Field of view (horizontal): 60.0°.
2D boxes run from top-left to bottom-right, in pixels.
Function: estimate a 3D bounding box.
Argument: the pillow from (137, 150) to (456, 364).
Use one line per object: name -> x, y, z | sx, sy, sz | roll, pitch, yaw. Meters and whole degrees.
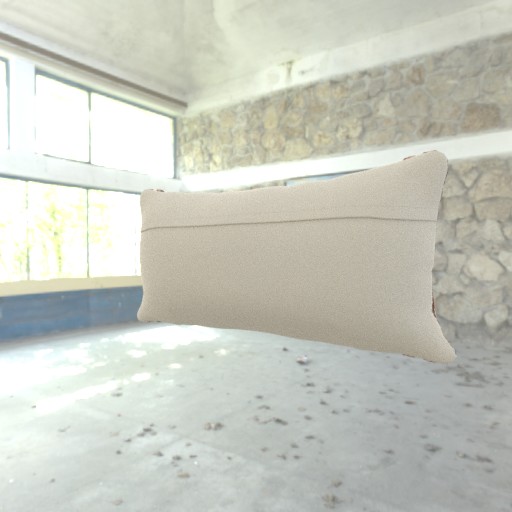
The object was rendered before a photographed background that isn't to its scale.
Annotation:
pillow -> 0.000, 0.000, 0.755 | 0.635, 0.282, 0.139 | 0, 0, 37
